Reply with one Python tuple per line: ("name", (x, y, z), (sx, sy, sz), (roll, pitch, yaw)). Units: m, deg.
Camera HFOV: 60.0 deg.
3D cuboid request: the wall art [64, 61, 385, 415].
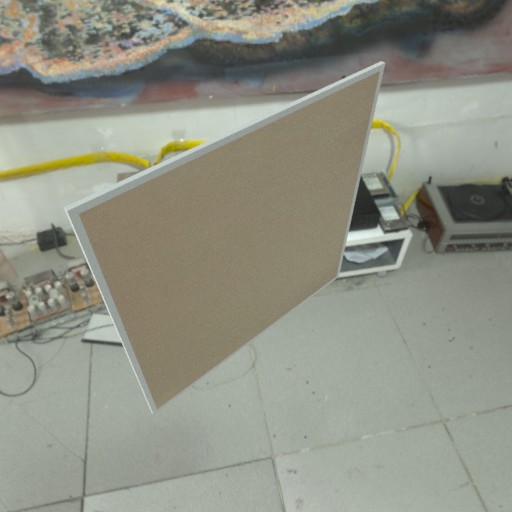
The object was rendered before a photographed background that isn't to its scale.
("wall art", (0.000, 0.000, 0.671), (0.456, 0.456, 0.007), (-33, 56, -26))
